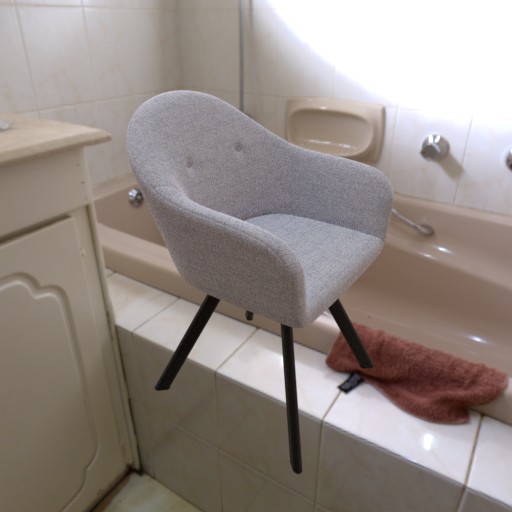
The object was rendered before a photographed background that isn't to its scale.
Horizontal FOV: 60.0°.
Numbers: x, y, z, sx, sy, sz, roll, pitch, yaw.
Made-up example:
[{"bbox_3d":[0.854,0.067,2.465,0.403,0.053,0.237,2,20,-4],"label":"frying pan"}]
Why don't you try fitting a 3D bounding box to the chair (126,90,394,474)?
[{"bbox_3d":[0.000,0.000,1.160,0.570,0.780,0.540,18,32,31],"label":"chair"}]
